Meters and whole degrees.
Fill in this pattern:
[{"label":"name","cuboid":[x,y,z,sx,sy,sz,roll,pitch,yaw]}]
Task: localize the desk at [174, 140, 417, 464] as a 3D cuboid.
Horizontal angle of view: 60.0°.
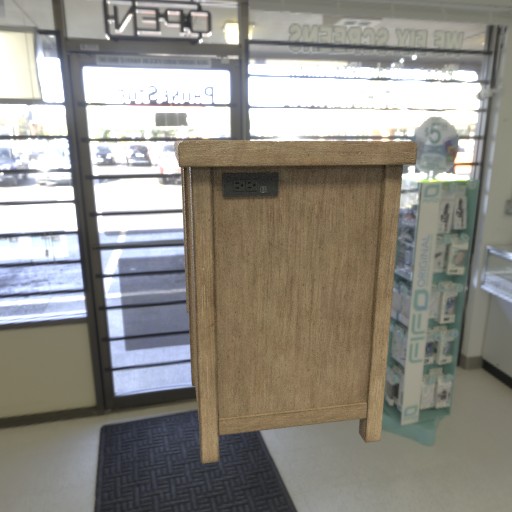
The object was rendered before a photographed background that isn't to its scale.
[{"label":"desk","cuboid":[0.000,0.000,1.813,0.610,0.912,1.289,-3,15,-10]}]
